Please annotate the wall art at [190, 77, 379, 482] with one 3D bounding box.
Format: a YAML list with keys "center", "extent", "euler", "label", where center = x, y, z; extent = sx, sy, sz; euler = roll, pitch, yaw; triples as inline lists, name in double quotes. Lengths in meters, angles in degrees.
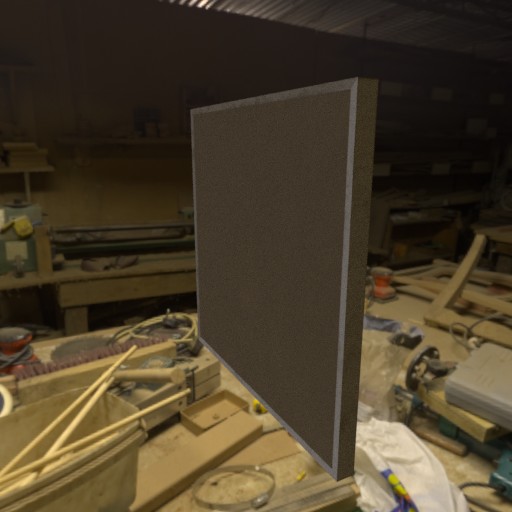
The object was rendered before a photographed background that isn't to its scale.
- center: [0.000, 0.000, 0.753]
  extent: [0.029, 0.506, 0.508]
  euler: [-7, 16, -27]
  label: "wall art"
